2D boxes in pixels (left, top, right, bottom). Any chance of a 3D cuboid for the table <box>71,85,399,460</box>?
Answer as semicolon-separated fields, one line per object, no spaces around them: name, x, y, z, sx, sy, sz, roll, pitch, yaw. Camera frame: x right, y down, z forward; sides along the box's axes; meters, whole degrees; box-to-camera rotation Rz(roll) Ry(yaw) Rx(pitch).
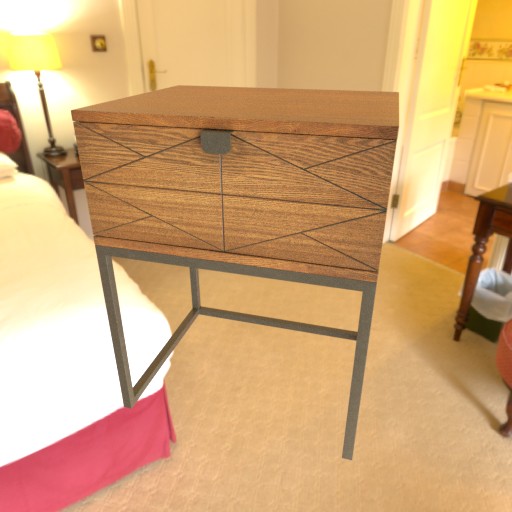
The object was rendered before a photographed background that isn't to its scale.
table;0.000;0.000;0.912;0.482;0.610;0.400;7;27;14
